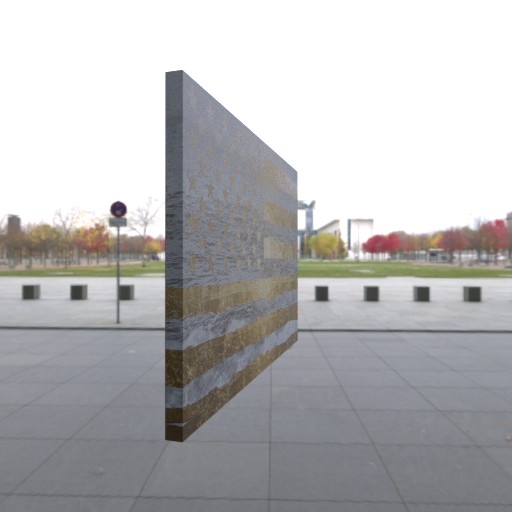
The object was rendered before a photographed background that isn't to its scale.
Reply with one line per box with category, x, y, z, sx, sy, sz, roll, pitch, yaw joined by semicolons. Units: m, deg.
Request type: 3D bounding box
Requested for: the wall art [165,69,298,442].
wall art;0.000;0.000;1.457;0.041;0.762;1.145;0;0;17
